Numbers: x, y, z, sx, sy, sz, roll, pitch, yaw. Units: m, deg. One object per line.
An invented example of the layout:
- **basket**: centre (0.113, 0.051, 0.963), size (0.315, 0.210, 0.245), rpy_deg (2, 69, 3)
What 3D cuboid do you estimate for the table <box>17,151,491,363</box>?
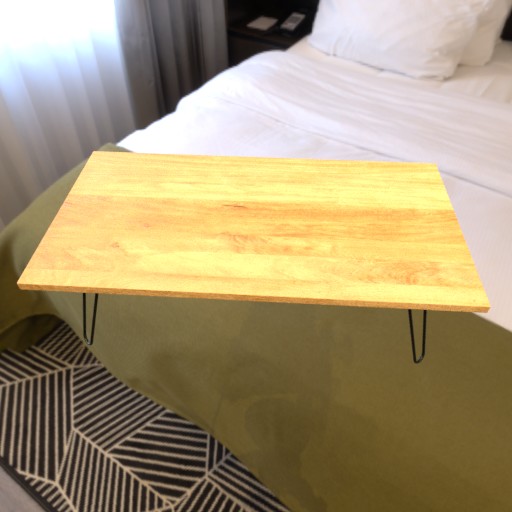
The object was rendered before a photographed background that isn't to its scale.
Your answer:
- **table**: centre (0.000, 0.000, 1.642), size (1.348, 0.400, 0.699), rpy_deg (3, 46, 3)
